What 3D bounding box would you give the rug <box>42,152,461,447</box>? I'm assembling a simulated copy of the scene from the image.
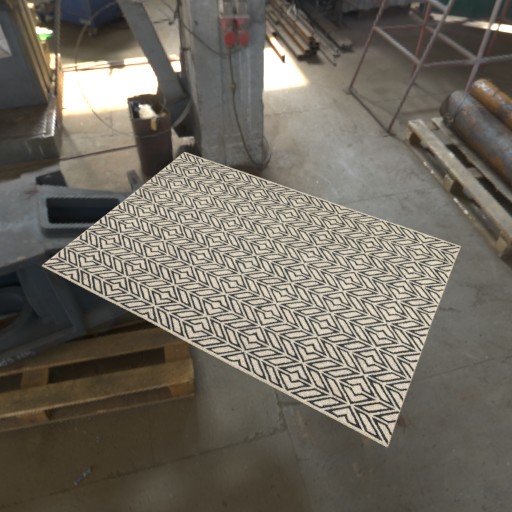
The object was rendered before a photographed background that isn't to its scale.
[{"bbox_3d":[0.000,0.000,2.320,1.828,0.007,1.220,22,50,21],"label":"rug"}]
